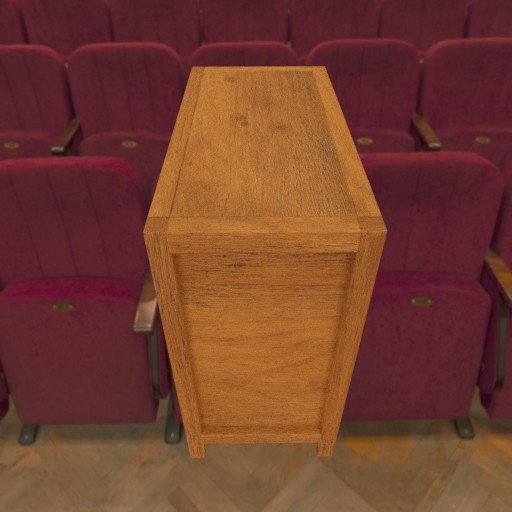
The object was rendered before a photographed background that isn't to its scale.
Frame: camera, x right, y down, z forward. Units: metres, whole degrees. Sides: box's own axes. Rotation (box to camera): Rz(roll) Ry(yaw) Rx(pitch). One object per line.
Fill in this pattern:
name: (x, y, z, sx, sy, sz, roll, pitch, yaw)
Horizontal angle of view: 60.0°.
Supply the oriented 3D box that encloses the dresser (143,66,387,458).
dresser: (0.000, 0.000, 1.285, 0.427, 0.804, 0.804, 0, 41, 0)
